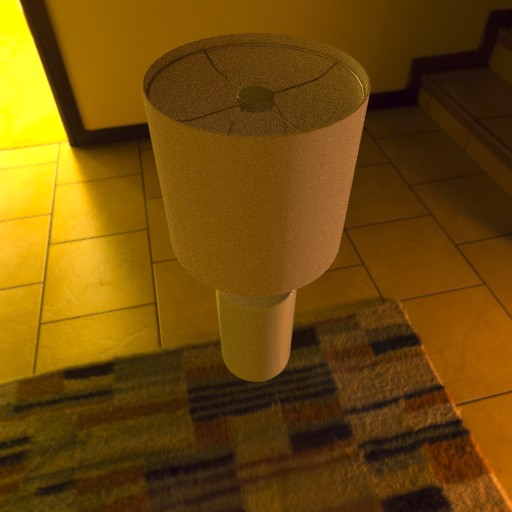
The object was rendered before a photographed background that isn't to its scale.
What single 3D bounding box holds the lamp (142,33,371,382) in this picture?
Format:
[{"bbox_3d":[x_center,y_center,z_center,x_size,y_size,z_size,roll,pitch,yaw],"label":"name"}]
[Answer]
[{"bbox_3d":[0.000,0.000,0.595,0.212,0.493,0.212,-26,52,-22],"label":"lamp"}]
